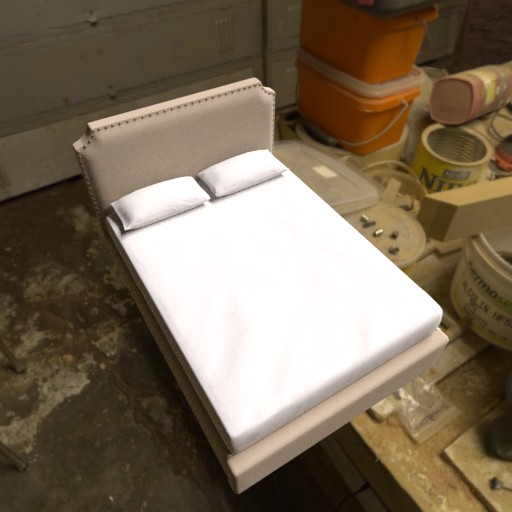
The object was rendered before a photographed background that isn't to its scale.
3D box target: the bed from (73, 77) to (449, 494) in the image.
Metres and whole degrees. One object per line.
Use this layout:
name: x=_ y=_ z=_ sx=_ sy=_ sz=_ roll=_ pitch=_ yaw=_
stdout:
bed: x=0.000 y=0.000 z=3.224 sx=1.703 sy=1.415 sz=2.329 roll=-24 pitch=51 yaw=-21
